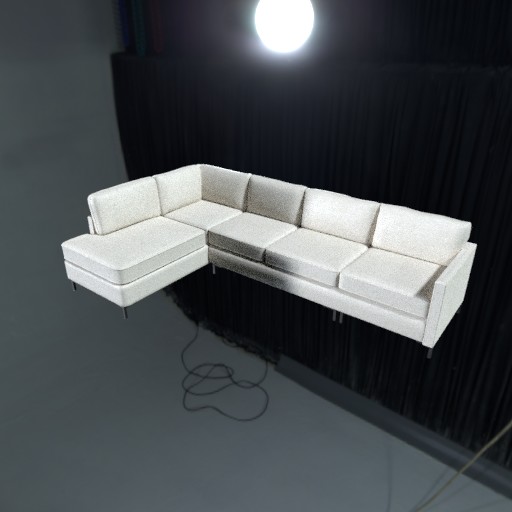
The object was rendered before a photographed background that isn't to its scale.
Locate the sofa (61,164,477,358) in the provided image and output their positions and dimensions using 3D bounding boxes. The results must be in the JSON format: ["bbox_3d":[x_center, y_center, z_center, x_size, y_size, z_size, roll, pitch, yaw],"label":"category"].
[{"bbox_3d":[0.000,0.000,4.235,3.384,0.996,2.048,19,32,33],"label":"sofa"}]
